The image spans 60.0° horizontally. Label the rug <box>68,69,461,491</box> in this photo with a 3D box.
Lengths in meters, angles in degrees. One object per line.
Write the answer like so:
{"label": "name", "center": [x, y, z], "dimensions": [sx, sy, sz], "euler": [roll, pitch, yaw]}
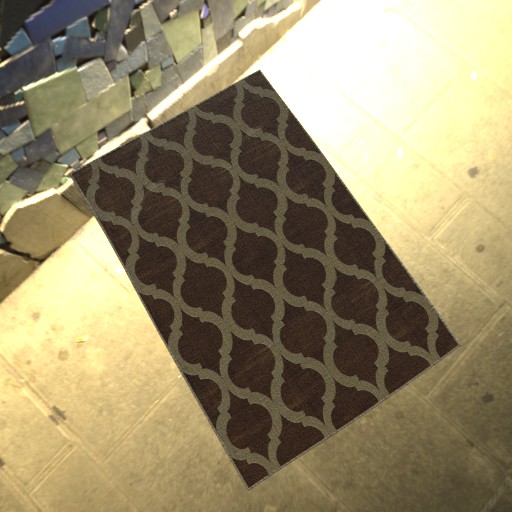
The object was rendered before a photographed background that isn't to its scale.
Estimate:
{"label": "rug", "center": [0.000, 0.000, 2.814], "dimensions": [1.522, 0.008, 2.284], "euler": [-31, 78, -7]}
